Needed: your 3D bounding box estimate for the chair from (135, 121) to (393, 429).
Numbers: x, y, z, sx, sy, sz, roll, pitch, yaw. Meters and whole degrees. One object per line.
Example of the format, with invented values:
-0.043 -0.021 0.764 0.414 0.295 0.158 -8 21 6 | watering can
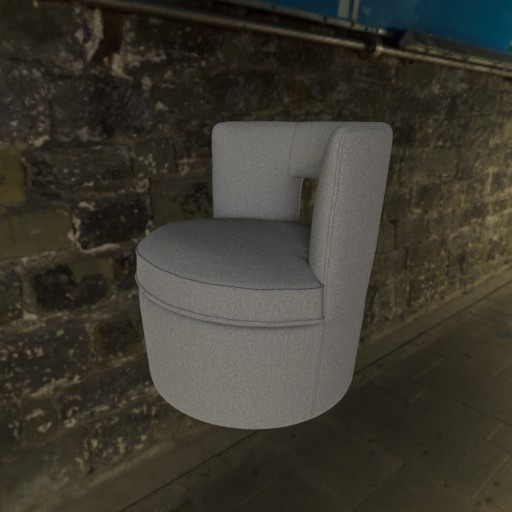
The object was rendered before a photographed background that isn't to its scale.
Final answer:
0.000 0.000 1.241 0.660 0.719 0.689 -8 19 -25 | chair
